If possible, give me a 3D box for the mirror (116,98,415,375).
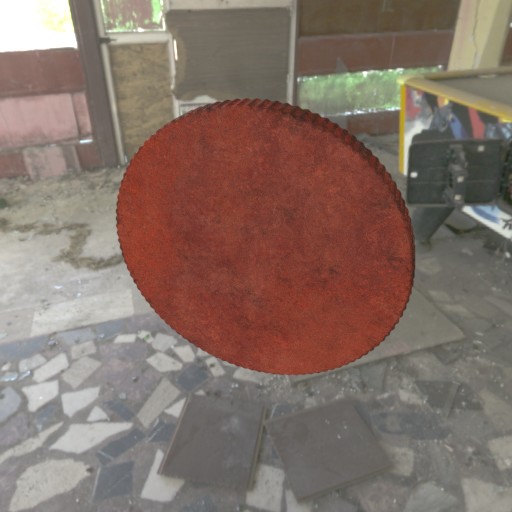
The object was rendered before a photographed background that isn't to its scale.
[{"bbox_3d":[0.000,0.000,0.900,0.609,0.609,0.056,10,34,15],"label":"mirror"}]
